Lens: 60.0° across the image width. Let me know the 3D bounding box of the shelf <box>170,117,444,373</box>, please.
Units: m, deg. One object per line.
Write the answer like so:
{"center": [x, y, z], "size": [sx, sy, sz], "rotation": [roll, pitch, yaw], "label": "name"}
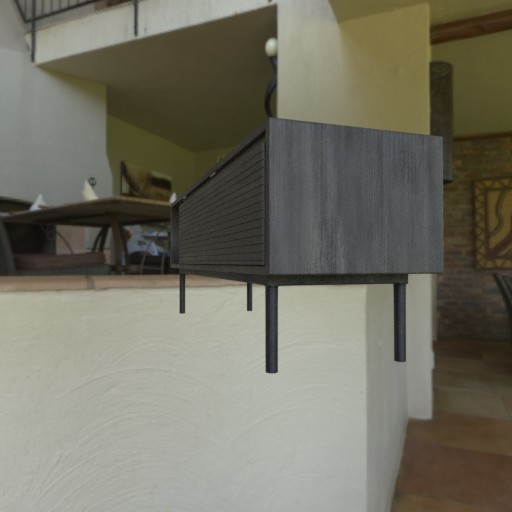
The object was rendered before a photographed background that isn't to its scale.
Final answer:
{"center": [0.000, 0.000, 1.491], "size": [0.400, 0.495, 1.300], "rotation": [0, -1, -19], "label": "shelf"}
